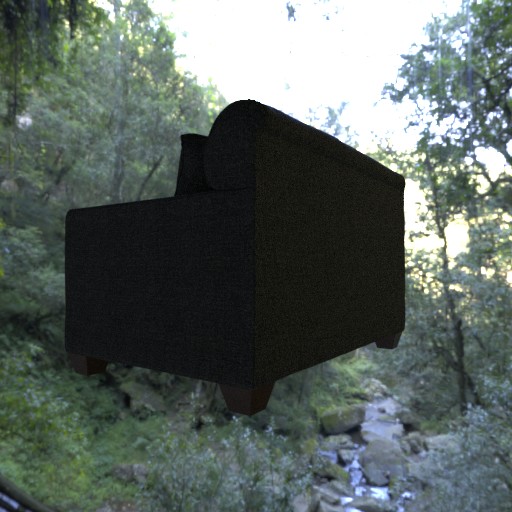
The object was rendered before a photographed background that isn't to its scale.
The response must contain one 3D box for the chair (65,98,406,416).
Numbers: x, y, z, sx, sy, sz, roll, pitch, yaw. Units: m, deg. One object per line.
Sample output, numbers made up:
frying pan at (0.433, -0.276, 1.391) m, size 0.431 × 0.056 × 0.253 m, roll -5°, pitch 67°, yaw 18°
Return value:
chair at (0.000, 0.000, 2.063) m, size 1.000 × 0.948 × 1.383 m, roll -1°, pitch -1°, yaw 36°
